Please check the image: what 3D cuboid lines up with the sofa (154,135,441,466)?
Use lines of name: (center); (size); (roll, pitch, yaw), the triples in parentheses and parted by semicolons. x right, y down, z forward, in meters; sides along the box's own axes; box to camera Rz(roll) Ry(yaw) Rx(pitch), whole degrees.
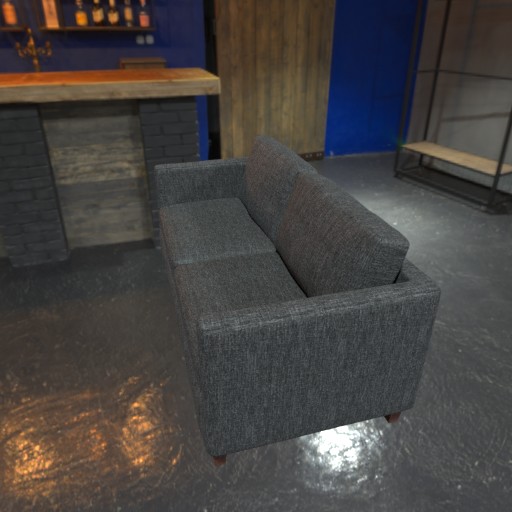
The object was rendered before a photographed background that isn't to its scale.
sofa: (0.000, 0.000, 2.449); (0.950, 0.963, 1.884); (-8, 30, -14)
